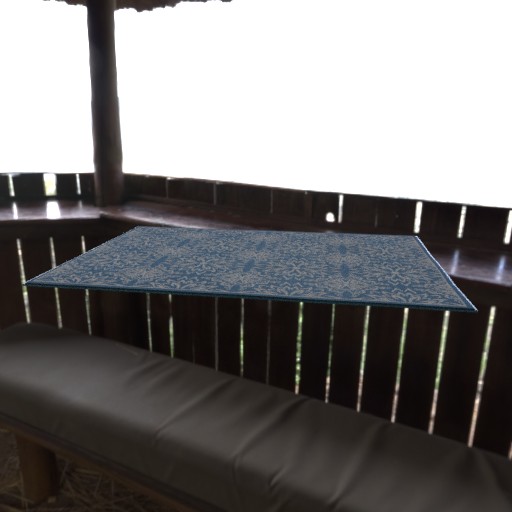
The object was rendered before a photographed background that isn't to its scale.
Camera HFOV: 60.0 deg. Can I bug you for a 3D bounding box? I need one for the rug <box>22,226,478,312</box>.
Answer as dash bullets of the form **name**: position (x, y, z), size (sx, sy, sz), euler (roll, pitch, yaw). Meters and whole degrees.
- **rug**: position (0.000, 0.000, 3.517), size (2.769, 0.018, 1.830), euler (3, 16, 9)
